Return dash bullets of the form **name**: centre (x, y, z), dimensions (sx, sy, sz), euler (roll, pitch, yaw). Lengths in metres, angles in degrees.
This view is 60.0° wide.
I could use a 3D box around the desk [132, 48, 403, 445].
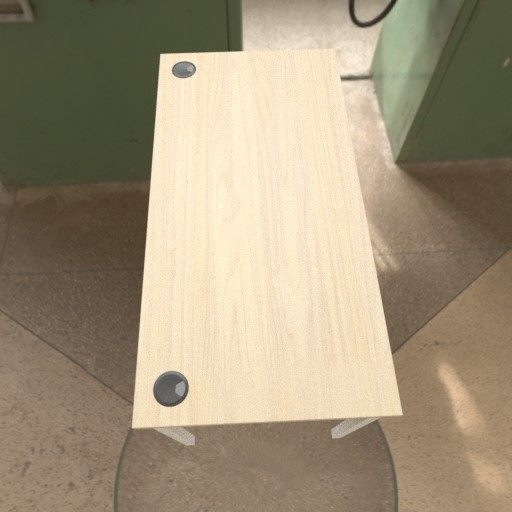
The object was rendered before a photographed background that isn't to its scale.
- **desk**: centre (0.000, 0.000, 1.582), dimensions (0.600, 0.750, 1.200), euler (-2, 63, -1)
